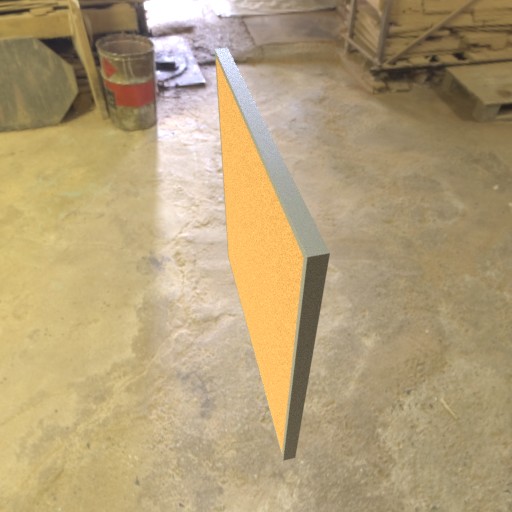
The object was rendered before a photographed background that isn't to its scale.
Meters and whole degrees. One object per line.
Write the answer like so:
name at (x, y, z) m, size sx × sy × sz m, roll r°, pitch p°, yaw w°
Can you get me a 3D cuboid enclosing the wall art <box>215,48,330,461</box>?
wall art at (0.000, 0.000, 1.216) m, size 0.038 × 0.807 × 0.809 m, roll -10°, pitch 46°, yaw -9°
